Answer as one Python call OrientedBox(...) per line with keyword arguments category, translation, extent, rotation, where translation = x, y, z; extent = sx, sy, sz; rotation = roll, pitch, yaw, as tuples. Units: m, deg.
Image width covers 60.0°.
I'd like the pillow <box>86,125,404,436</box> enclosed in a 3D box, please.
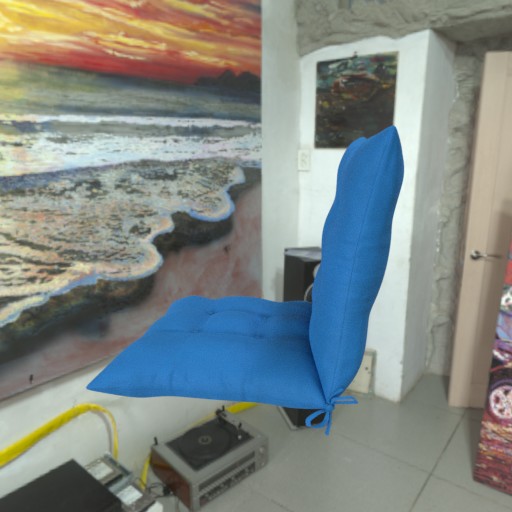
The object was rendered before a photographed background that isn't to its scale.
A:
OrientedBox(category="pillow", translation=(0.000, 0.000, 0.999), extent=(0.585, 0.536, 0.541), rotation=(2, 14, 8))
